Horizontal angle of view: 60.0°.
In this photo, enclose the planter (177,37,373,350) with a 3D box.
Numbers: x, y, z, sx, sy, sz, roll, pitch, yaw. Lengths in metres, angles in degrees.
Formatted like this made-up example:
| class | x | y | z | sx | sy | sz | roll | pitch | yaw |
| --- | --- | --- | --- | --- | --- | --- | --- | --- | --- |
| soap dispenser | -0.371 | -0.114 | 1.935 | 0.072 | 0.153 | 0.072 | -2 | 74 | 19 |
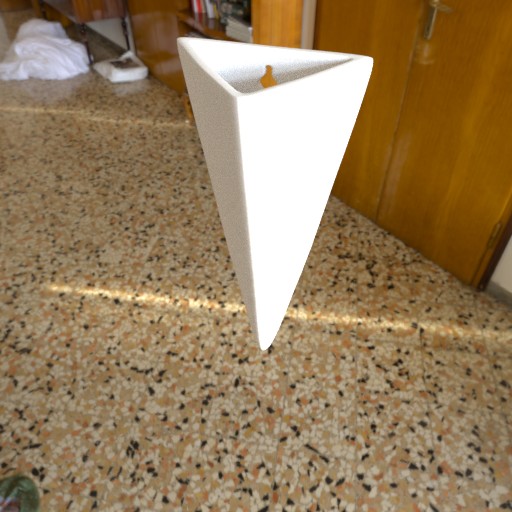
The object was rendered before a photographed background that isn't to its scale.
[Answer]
| class | x | y | z | sx | sy | sz | roll | pitch | yaw |
| --- | --- | --- | --- | --- | --- | --- | --- | --- | --- |
| planter | 0.000 | 0.000 | 0.397 | 0.143 | 0.338 | 0.065 | 13 | 43 | 14 |
